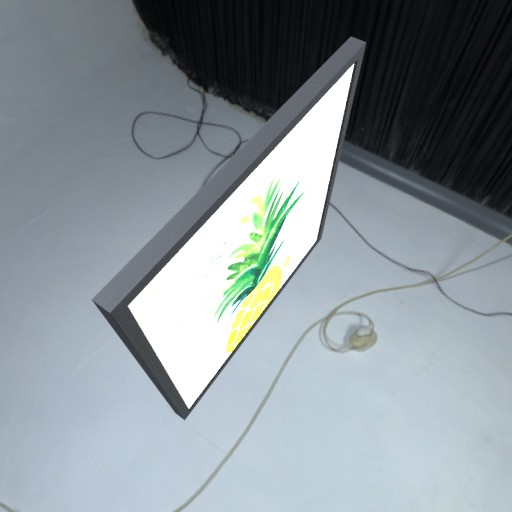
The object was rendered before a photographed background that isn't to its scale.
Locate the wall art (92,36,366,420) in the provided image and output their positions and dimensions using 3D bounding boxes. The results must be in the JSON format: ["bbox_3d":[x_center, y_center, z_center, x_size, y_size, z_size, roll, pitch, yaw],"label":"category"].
[{"bbox_3d":[0.000,0.000,1.112,0.037,0.760,0.762,31,64,17],"label":"wall art"}]
